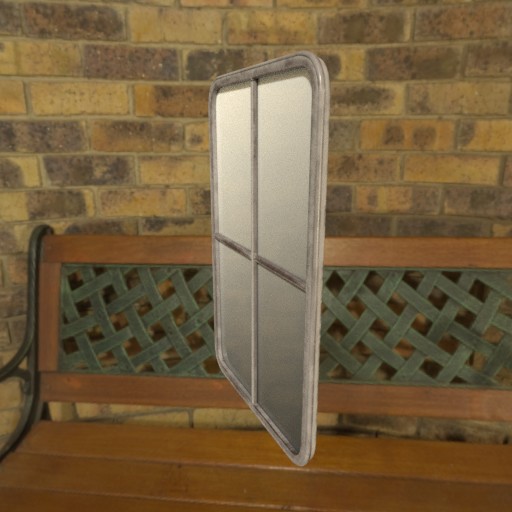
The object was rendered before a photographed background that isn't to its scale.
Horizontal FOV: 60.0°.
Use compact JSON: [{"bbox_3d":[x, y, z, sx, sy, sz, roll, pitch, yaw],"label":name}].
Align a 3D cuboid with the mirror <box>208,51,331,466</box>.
[{"bbox_3d":[0.000,0.000,0.896,0.024,0.713,0.461,-7,17,-25],"label":"mirror"}]
